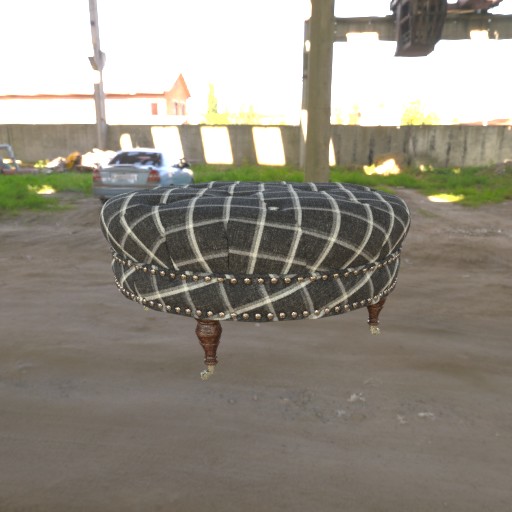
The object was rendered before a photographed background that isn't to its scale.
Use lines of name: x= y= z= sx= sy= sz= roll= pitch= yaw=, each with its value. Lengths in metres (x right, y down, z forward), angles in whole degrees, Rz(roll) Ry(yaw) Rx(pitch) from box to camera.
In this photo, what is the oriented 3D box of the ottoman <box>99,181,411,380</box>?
ottoman: x=0.000 y=0.000 z=1.381 sx=0.901 sy=0.439 sz=0.901 roll=0 pitch=14 yaw=0
